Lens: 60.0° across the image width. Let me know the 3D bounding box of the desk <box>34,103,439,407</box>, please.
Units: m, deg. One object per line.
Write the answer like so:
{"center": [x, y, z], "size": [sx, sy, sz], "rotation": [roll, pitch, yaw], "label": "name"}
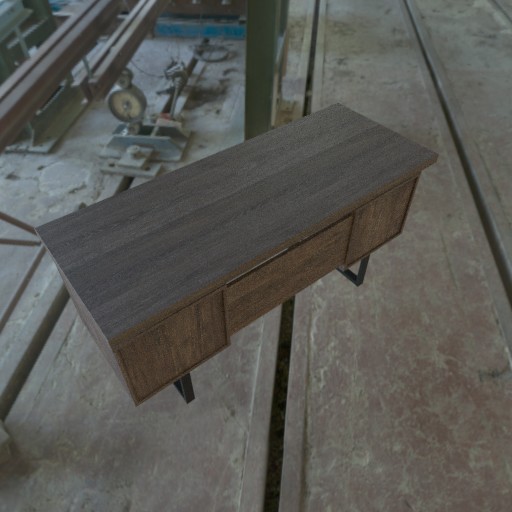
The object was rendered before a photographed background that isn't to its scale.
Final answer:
{"center": [0.000, 0.000, 2.002], "size": [1.524, 0.760, 0.600], "rotation": [-29, 52, -26], "label": "desk"}
